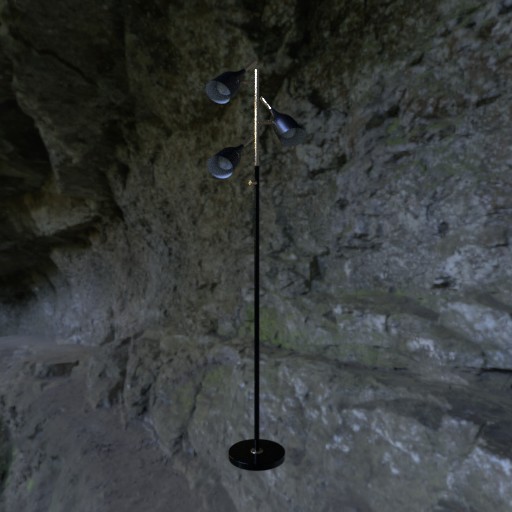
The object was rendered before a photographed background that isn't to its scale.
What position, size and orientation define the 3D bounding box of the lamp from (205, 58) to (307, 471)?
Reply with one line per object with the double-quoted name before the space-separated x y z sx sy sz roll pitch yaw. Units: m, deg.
"lamp" 0.000 0.000 1.947 0.434 1.778 0.253 0 1 0
